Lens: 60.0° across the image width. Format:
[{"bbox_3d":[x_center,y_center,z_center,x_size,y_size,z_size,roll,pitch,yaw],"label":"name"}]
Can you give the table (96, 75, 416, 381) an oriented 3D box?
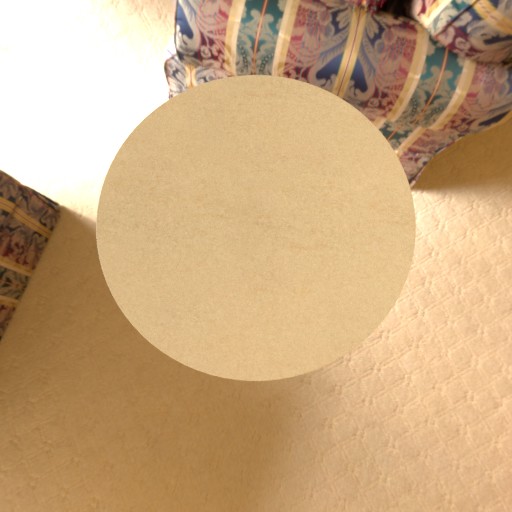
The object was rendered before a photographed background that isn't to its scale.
[{"bbox_3d":[0.000,0.000,0.968,0.500,0.564,0.500,0,77,0],"label":"table"}]
